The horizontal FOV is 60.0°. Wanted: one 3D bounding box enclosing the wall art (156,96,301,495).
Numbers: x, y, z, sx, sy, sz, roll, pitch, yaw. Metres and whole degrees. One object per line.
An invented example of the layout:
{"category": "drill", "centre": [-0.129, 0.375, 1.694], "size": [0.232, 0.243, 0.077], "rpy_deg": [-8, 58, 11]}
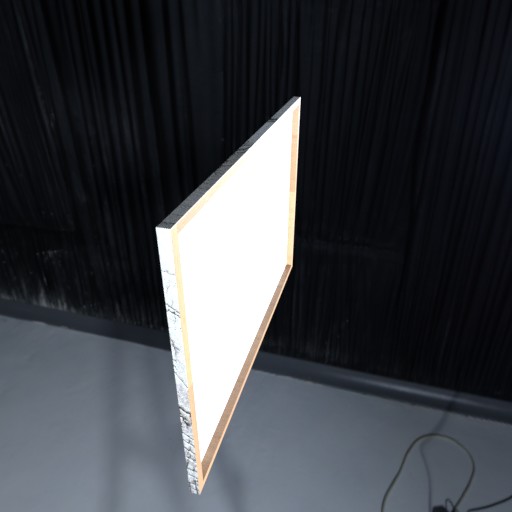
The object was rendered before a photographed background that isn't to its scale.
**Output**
{"category": "wall art", "centre": [0.000, 0.000, 1.128], "size": [0.023, 0.607, 0.914], "rpy_deg": [8, 32, 14]}
